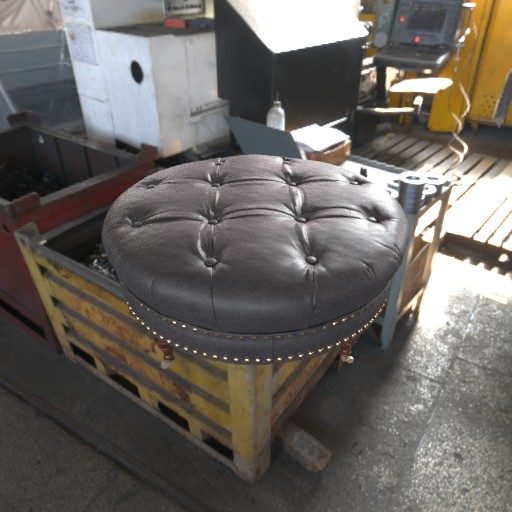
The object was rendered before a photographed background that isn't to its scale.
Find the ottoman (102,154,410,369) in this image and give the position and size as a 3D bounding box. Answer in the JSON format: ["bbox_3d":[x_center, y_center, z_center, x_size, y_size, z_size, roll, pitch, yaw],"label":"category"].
[{"bbox_3d":[0.000,0.000,1.430,0.901,0.439,0.901,0,33,0],"label":"ottoman"}]
